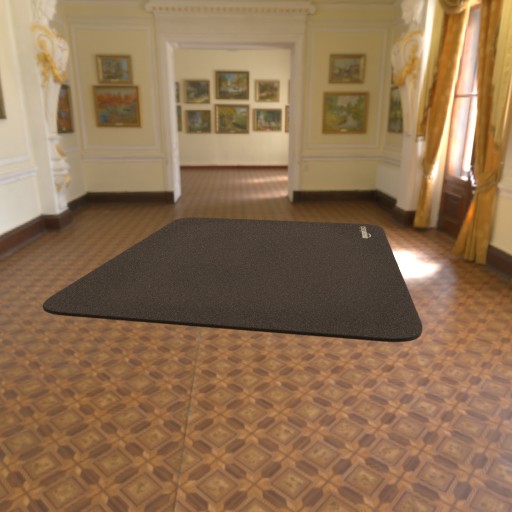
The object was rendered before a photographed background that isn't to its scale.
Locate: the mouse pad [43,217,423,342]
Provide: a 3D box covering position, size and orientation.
[{"bbox_3d":[0.000,0.000,0.344,0.211,0.002,0.249,3,17,10],"label":"mouse pad"}]
